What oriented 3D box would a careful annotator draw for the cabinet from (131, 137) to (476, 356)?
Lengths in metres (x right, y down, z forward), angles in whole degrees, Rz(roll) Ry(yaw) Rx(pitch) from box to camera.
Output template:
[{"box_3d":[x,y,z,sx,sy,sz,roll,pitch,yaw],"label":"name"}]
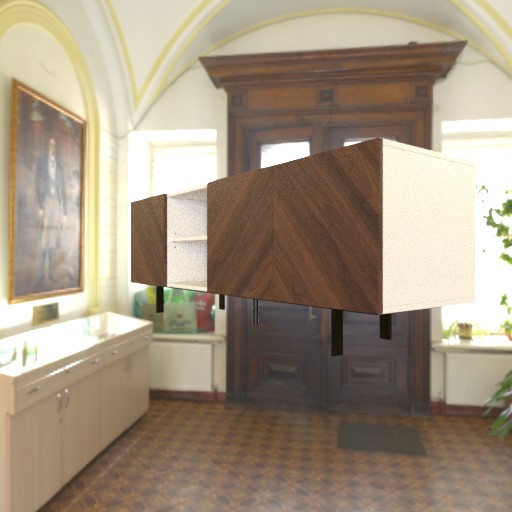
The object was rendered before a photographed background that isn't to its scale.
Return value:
[{"box_3d":[0.000,0.000,1.723,0.431,0.533,1.499,0,0,-37],"label":"cabinet"}]
